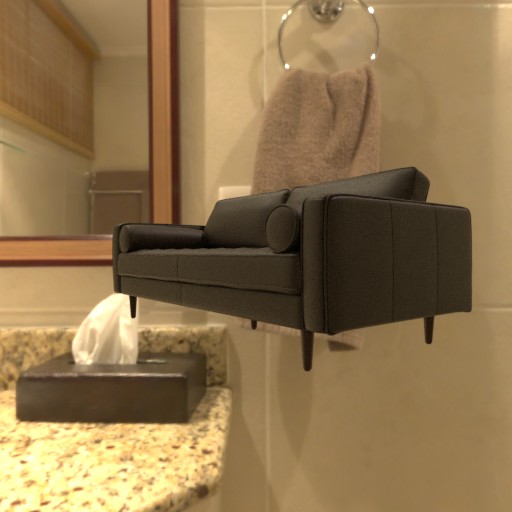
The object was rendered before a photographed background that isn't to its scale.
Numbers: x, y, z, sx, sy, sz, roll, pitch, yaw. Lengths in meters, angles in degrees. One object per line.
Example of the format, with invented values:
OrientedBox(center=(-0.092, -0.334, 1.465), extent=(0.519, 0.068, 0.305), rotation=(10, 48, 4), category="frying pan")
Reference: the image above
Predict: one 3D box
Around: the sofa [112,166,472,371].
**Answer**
OrientedBox(center=(0.000, 0.000, 2.331), extent=(0.921, 0.770, 1.879), rotation=(0, 0, -37), category="sofa")
